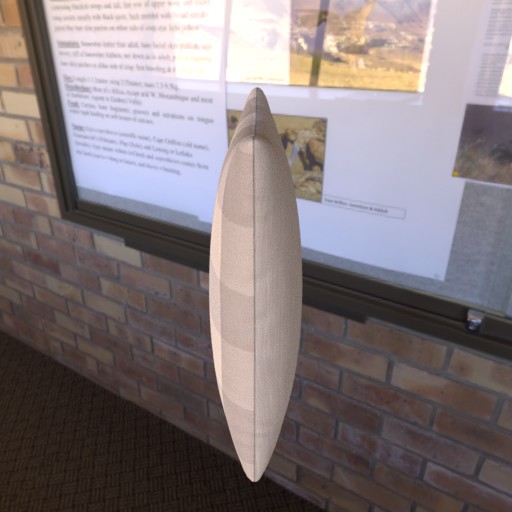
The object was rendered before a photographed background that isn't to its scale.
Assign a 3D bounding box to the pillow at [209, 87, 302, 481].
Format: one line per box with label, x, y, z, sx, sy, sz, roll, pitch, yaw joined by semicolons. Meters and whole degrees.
pillow;0.000;0.000;0.777;0.161;0.509;0.511;0;26;0
